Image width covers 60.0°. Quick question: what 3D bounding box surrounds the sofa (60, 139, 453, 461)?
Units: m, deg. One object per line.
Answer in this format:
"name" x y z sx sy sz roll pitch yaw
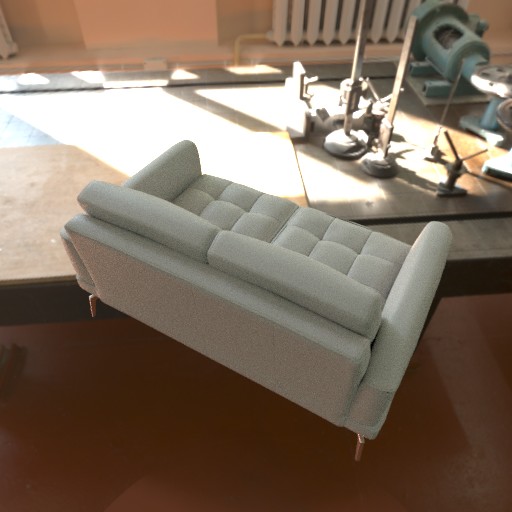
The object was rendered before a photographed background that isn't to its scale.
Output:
"sofa" 0.000 0.000 2.400 1.819 0.930 1.121 22 50 20
